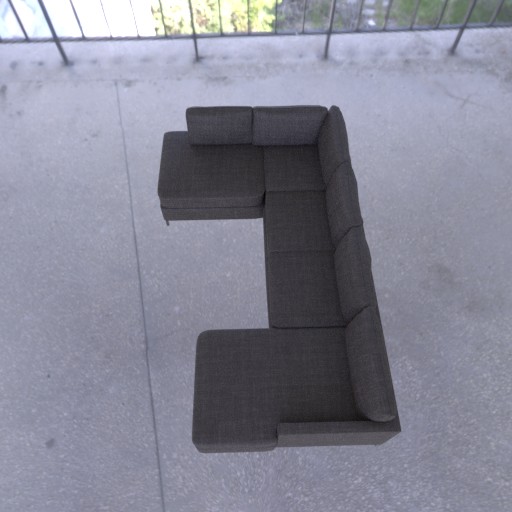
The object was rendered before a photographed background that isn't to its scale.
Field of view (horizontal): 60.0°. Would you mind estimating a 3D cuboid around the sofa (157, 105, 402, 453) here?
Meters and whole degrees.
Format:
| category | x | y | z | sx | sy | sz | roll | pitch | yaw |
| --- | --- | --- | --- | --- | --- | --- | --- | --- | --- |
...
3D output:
| category | x | y | z | sx | sy | sz | roll | pitch | yaw |
| --- | --- | --- | --- | --- | --- | --- | --- | --- | --- |
| sofa | 0.000 | 0.000 | 4.294 | 2.048 | 0.999 | 3.423 | -1 | 59 | -1 |
